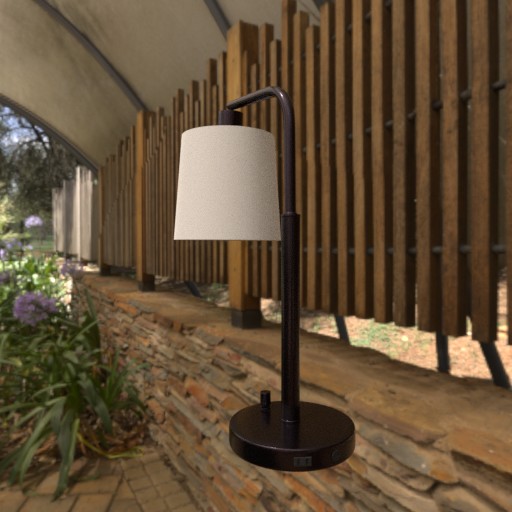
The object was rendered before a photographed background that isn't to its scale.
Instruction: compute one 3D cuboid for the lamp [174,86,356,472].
[{"bbox_3d":[0.000,0.000,0.650,0.171,0.489,0.333,-1,1,-34],"label":"lamp"}]
